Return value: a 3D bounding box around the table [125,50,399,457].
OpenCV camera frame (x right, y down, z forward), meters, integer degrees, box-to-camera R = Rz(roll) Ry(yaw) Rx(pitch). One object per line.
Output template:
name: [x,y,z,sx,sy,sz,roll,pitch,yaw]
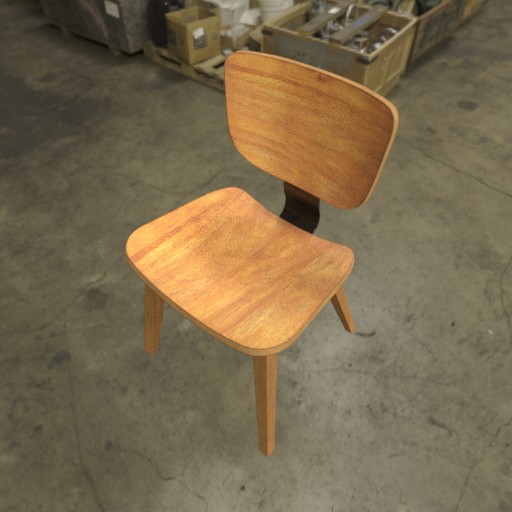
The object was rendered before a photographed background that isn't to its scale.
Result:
table: [0.000,0.000,1.106,0.499,0.805,0.500,32,55,26]
